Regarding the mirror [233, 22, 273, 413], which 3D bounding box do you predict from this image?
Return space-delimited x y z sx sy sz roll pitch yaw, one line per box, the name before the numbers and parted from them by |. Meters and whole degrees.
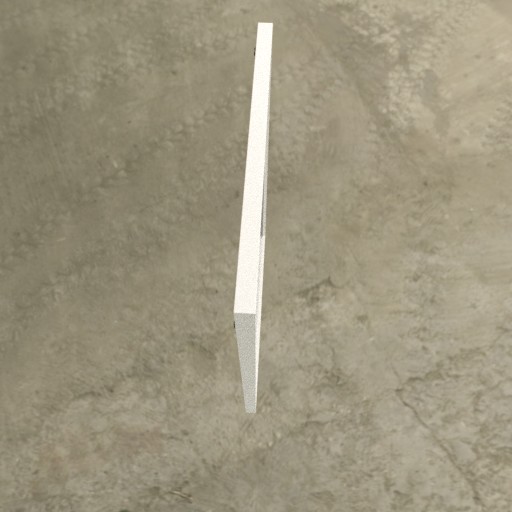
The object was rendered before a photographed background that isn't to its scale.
mirror | 0.000 0.000 1.361 0.041 1.016 0.762 3 62 2
